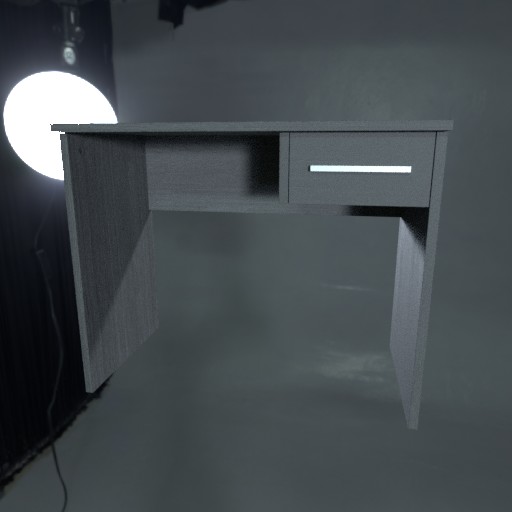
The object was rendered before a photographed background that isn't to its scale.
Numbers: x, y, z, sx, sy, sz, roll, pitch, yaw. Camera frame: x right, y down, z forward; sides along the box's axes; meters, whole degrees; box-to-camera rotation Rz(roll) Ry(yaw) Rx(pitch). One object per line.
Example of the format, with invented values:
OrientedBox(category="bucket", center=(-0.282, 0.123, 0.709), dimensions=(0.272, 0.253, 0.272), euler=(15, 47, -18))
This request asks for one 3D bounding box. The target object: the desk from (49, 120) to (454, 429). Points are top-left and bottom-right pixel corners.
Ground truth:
OrientedBox(category="desk", center=(0.000, 0.000, 1.285), dimensions=(0.893, 0.724, 0.498), euler=(3, 15, 11))
